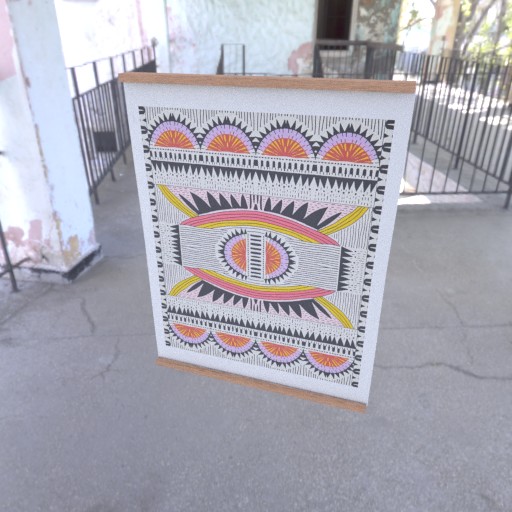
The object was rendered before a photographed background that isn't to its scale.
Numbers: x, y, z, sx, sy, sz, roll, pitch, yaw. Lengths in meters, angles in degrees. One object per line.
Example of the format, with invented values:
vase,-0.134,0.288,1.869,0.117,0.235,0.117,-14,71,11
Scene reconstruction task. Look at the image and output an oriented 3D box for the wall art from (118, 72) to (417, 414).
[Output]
wall art,0.000,0.000,0.701,0.403,0.527,0.028,8,28,16
